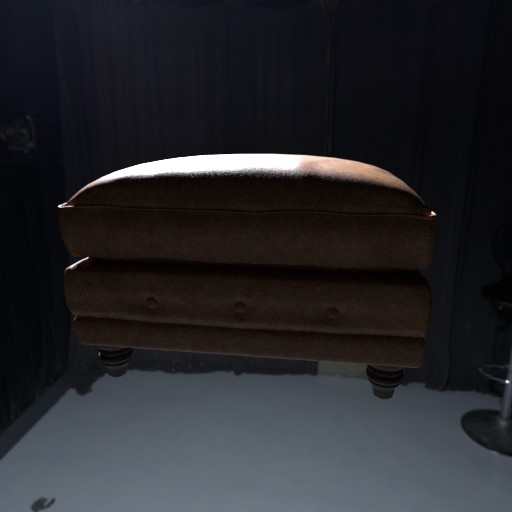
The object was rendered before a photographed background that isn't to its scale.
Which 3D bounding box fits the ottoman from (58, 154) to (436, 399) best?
[{"bbox_3d":[0.000,0.000,1.076,0.710,0.480,0.533,2,15,8],"label":"ottoman"}]
